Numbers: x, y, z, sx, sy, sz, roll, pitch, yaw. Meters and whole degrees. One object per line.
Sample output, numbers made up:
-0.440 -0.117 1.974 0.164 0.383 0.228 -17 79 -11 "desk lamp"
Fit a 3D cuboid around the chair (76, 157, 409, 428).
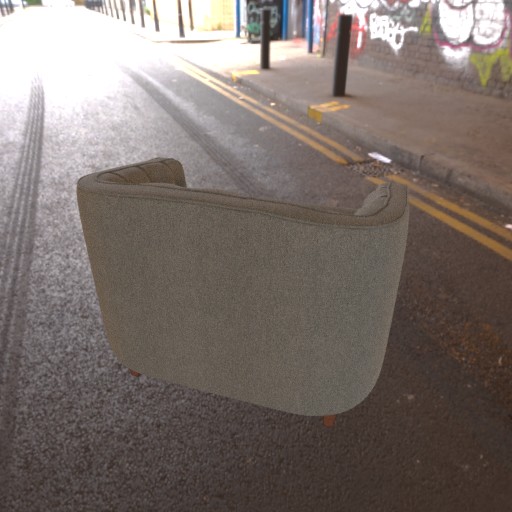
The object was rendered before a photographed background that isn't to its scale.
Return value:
0.000 0.000 1.765 1.094 0.852 0.945 9 32 15 "chair"
